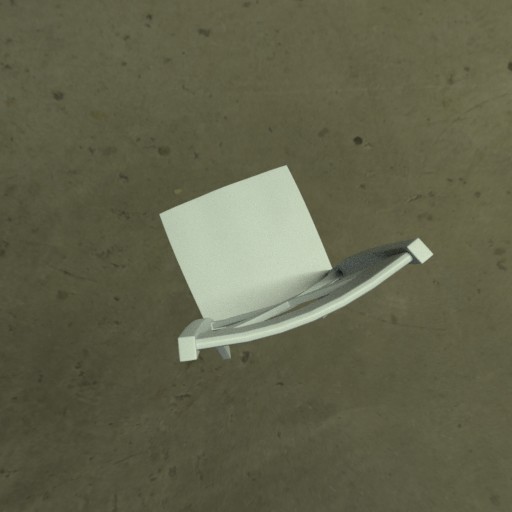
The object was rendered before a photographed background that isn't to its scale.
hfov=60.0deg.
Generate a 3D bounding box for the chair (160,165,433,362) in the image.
[{"bbox_3d":[0.000,0.000,1.306,0.485,0.983,0.542,-22,76,-6],"label":"chair"}]
